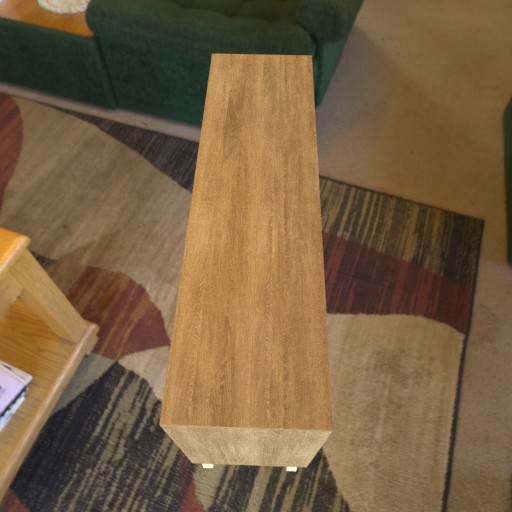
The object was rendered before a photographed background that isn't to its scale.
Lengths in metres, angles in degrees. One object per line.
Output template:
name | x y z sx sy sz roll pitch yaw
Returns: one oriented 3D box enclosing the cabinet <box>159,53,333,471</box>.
cabinet | 0.000 0.000 1.939 0.450 0.870 1.600 2 58 1
